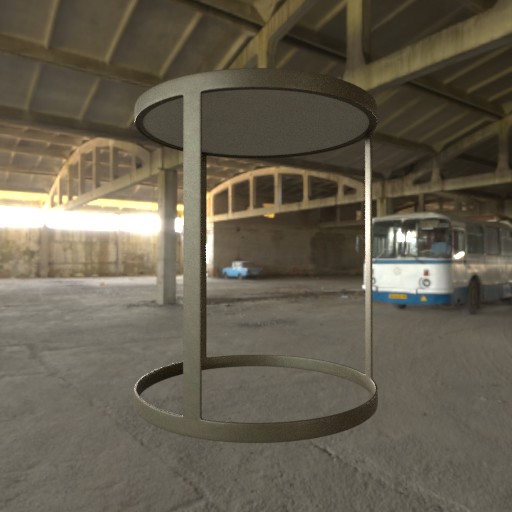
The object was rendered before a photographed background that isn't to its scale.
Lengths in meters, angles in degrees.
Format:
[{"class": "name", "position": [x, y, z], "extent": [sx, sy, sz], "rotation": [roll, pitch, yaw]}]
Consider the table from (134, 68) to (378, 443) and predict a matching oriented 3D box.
[{"class": "table", "position": [0.000, 0.000, 0.907], "extent": [0.480, 0.565, 0.480], "rotation": [0, 0, 0]}]
